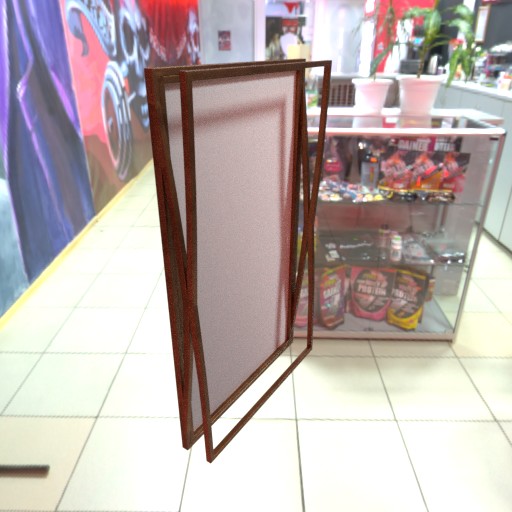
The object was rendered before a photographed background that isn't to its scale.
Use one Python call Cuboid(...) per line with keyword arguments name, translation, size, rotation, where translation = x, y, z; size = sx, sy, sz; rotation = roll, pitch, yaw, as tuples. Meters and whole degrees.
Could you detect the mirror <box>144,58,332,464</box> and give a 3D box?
Cuboid(name="mirror", translation=(0.000, 0.000, 0.961), size=(0.082, 0.768, 0.468), rotation=(16, 30, 30))
